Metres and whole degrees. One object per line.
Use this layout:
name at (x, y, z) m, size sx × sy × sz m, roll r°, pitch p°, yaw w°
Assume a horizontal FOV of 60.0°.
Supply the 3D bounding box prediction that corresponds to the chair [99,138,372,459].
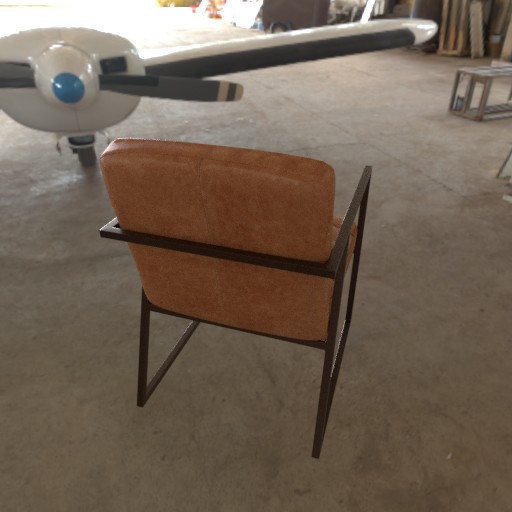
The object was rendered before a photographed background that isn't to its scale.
chair at (0.000, 0.000, 1.318) m, size 0.571 × 0.832 × 0.677 m, roll 10°, pitch 33°, yaw 16°
